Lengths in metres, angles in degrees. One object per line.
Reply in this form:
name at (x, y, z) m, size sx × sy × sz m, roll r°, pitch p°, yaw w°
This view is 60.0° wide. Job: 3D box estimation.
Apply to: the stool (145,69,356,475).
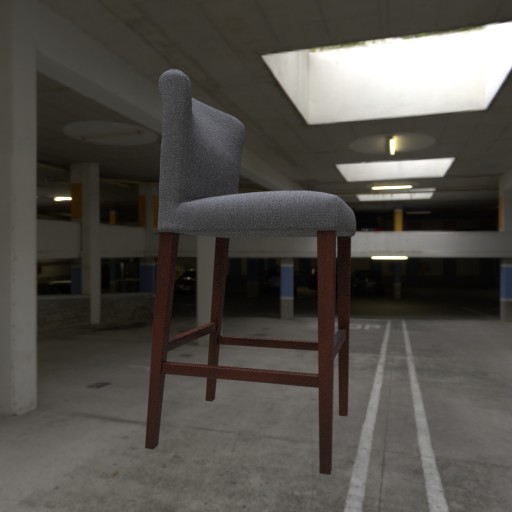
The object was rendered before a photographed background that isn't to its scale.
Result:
stool at (0.000, 0.000, 1.360) m, size 0.568 × 1.069 × 0.486 m, roll 0°, pitch 0°, yaw 17°
